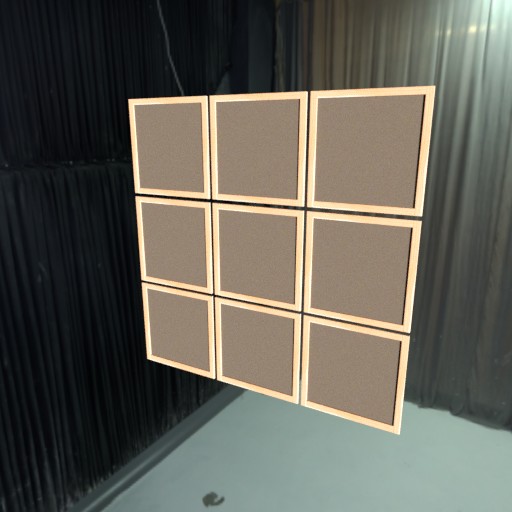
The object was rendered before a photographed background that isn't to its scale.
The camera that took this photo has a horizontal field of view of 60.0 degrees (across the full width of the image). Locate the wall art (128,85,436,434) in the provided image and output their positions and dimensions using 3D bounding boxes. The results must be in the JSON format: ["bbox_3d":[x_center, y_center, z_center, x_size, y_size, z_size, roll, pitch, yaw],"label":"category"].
[{"bbox_3d":[0.000,0.000,1.766,1.216,1.218,0.013,8,18,27],"label":"wall art"}]
